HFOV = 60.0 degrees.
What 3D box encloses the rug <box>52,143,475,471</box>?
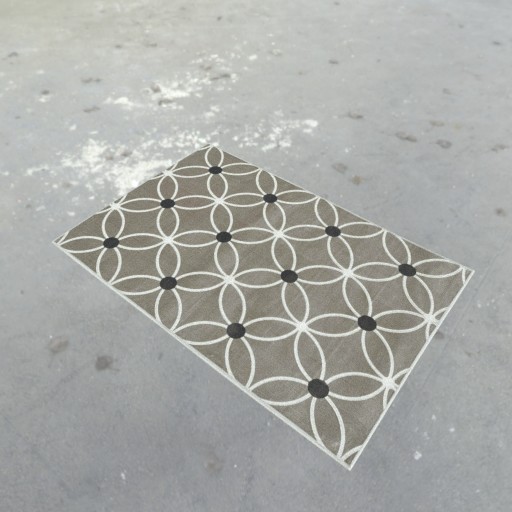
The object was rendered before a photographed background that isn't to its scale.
[{"bbox_3d":[0.000,0.000,2.850,2.284,0.008,1.522,31,54,25],"label":"rug"}]
